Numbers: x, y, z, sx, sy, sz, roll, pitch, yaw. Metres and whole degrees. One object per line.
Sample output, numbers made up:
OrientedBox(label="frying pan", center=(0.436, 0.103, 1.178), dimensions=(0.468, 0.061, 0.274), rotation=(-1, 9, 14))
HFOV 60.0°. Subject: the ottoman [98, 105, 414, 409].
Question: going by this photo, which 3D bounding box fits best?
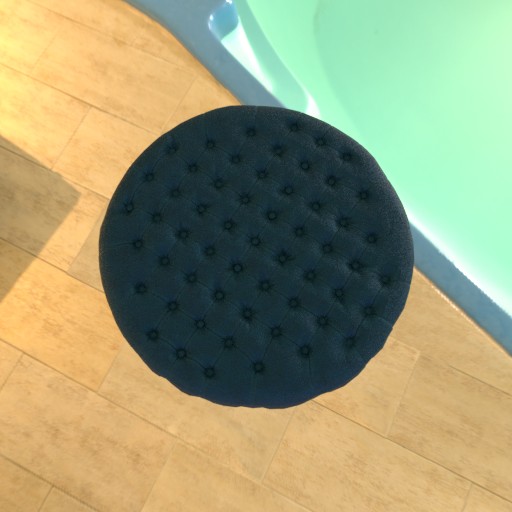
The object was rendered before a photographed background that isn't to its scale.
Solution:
OrientedBox(label="ottoman", center=(0.000, 0.000, 1.523), dimensions=(0.998, 0.398, 0.998), rotation=(0, 76, 0))
